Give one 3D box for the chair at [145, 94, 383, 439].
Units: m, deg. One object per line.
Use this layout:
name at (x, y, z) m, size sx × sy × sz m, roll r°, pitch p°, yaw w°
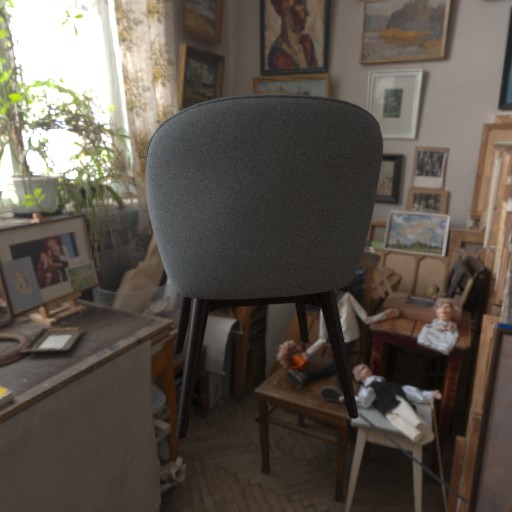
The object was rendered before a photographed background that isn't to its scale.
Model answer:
chair at (0.000, 0.000, 1.249) m, size 0.589 × 0.810 × 0.611 m, roll -3°, pitch 16°, yaw -10°
